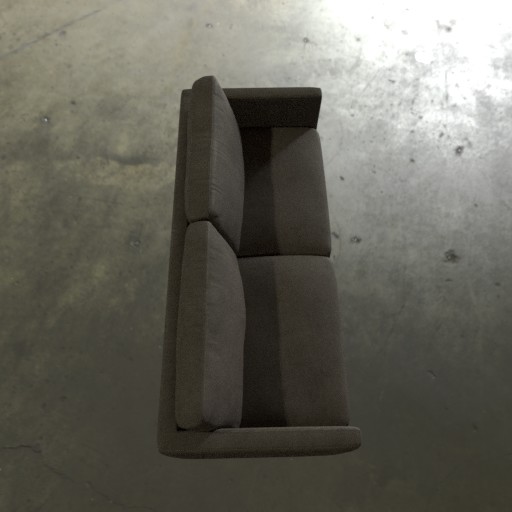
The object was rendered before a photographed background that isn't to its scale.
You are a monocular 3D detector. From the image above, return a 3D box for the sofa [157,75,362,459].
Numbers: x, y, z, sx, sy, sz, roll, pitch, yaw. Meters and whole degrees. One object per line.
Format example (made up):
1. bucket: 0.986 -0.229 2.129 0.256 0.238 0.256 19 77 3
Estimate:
1. sofa: 0.000 0.000 2.677 0.951 0.965 2.208 -1 64 -1
